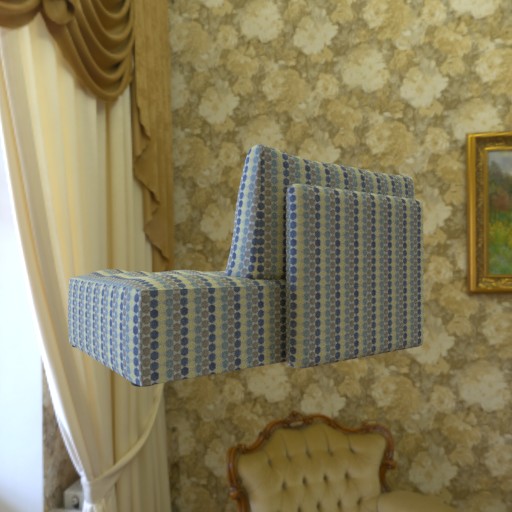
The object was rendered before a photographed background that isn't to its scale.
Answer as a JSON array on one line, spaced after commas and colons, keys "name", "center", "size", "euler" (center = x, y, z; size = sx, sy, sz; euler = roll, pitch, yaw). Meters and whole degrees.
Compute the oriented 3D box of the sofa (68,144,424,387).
[{"name": "sofa", "center": [0.000, 0.000, 2.056], "size": [1.450, 0.820, 1.000], "euler": [0, -1, -36]}]
